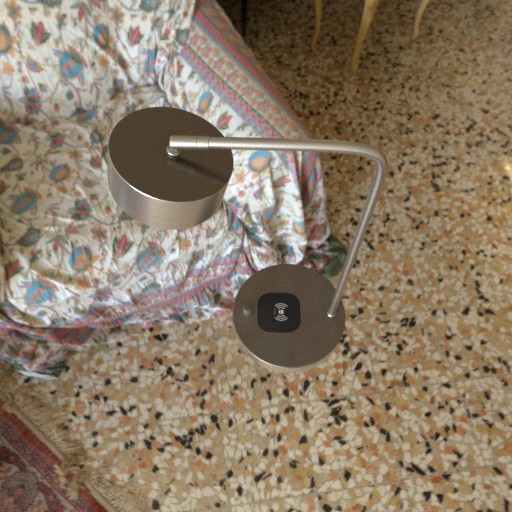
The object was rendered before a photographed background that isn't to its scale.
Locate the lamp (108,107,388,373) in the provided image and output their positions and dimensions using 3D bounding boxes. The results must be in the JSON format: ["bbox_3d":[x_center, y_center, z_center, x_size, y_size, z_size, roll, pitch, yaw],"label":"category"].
[{"bbox_3d":[0.000,0.000,0.657,0.334,0.469,0.211,1,59,1],"label":"lamp"}]
